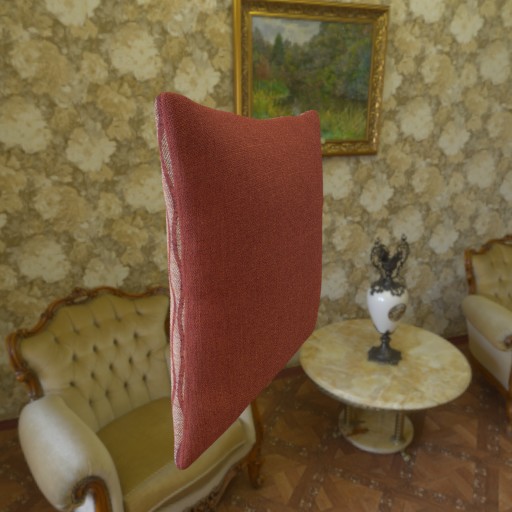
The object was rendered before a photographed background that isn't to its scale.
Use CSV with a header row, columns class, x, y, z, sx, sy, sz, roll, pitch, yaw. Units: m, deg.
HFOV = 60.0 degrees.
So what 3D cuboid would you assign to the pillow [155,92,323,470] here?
class,x,y,z,sx,sy,sz,roll,pitch,yaw
pillow,0.000,0.000,0.662,0.159,0.434,0.429,8,18,25
